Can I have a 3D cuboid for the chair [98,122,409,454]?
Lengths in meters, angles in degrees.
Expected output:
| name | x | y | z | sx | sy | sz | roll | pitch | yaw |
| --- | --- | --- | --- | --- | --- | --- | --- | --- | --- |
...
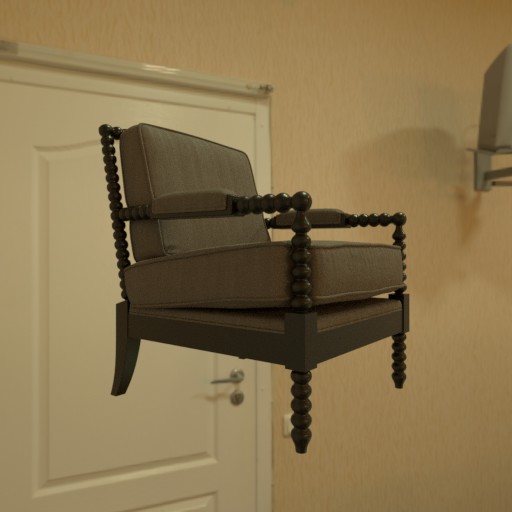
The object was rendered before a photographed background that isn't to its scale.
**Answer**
| name | x | y | z | sx | sy | sz | roll | pitch | yaw |
| --- | --- | --- | --- | --- | --- | --- | --- | --- | --- |
| chair | 0.000 | 0.000 | 1.102 | 0.622 | 0.661 | 0.540 | 0 | 0 | 38 |
